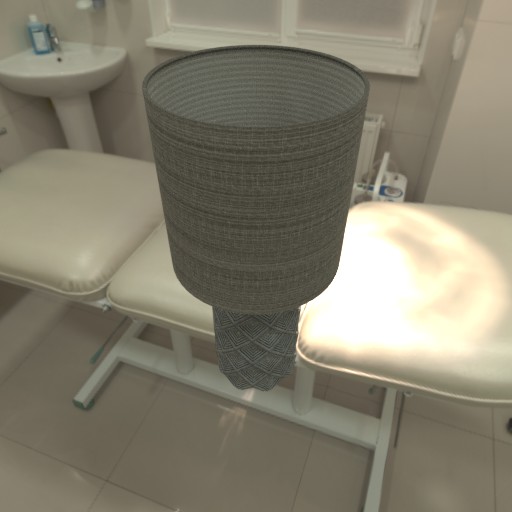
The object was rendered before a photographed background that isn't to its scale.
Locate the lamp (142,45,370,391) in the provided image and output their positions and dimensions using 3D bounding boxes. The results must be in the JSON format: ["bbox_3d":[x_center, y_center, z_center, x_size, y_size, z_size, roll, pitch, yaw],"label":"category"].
[{"bbox_3d":[0.000,0.000,0.718,0.268,0.566,0.269,14,43,15],"label":"lamp"}]
